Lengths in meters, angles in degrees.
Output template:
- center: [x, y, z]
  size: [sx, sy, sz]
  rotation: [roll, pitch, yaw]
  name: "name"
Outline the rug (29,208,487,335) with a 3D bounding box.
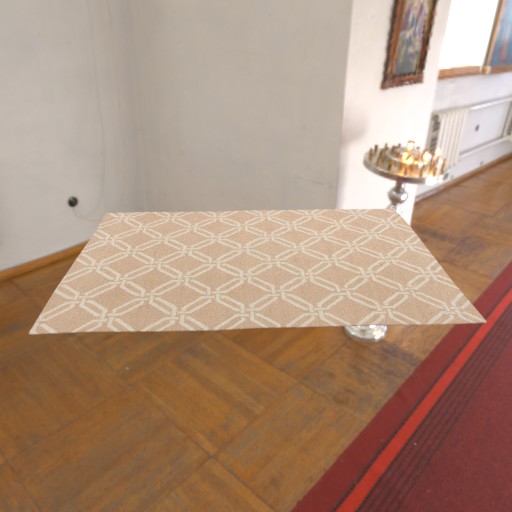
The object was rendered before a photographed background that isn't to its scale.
- center: [0.000, 0.000, 2.166]
  size: [1.745, 0.010, 1.146]
  rotation: [-1, 29, -2]
  name: "rug"
